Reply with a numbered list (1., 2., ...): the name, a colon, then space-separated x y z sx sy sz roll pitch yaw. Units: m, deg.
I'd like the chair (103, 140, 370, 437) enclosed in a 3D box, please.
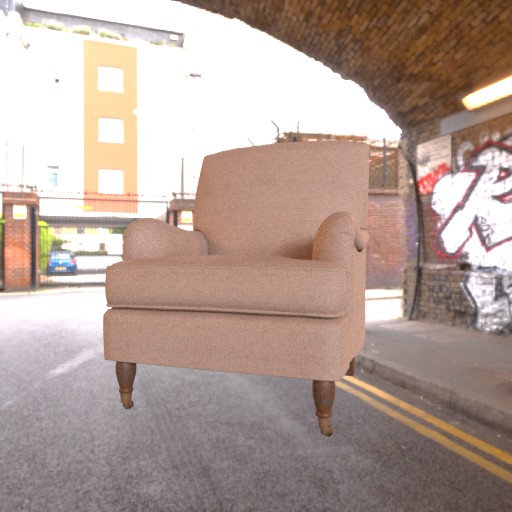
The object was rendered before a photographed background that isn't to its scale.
1. chair: 0.000 0.000 1.855 0.879 1.119 0.953 0 0 19
